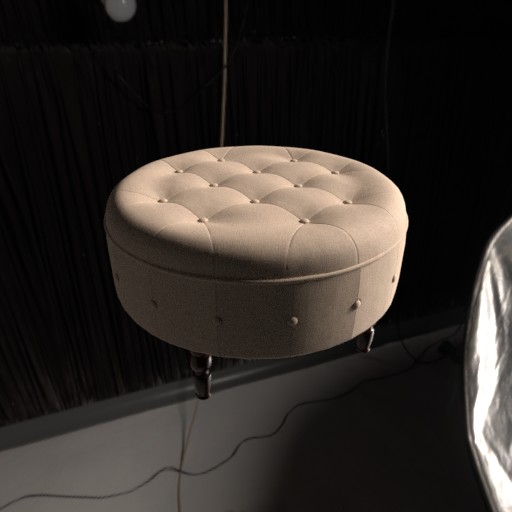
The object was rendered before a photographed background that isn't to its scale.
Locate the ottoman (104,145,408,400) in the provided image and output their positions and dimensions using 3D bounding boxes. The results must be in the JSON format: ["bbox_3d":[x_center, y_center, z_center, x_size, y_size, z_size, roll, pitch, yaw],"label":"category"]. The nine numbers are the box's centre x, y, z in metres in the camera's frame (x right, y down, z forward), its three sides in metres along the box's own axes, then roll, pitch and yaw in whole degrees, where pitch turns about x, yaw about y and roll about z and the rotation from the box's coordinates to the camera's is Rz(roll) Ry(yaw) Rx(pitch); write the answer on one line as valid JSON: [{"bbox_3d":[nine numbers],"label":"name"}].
[{"bbox_3d":[0.000,0.000,1.370,0.848,0.494,0.848,0,29,0],"label":"ottoman"}]
